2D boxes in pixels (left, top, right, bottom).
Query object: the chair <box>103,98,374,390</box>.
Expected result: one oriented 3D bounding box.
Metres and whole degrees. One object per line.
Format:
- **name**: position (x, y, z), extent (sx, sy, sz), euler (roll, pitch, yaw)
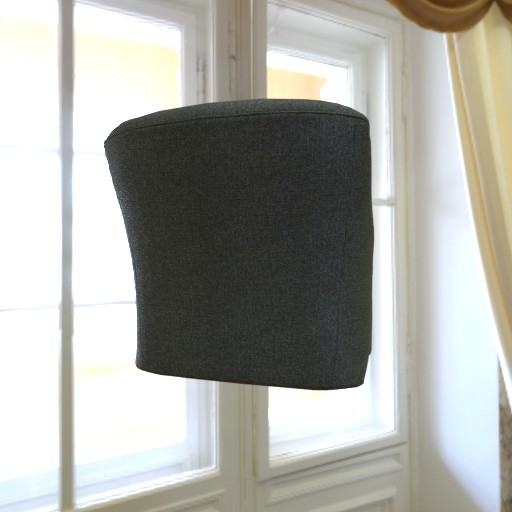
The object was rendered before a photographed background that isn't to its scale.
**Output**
- **chair**: position (0.000, 0.000, 1.636), extent (0.864, 0.856, 0.923), euler (0, 0, 19)
